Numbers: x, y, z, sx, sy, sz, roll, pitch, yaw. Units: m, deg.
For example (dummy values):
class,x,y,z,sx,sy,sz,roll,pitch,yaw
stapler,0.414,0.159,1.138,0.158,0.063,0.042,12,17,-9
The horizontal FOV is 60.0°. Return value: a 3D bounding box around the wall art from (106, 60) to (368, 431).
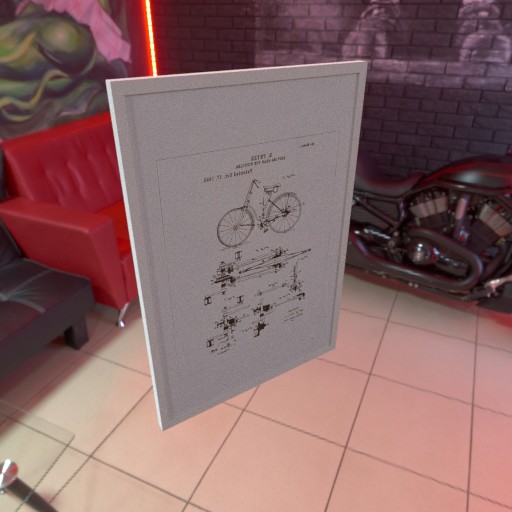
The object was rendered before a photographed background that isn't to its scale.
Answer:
class,x,y,z,sx,sy,sz,roll,pitch,yaw
wall art,0.000,0.000,0.611,0.332,0.477,0.015,-17,34,-28
